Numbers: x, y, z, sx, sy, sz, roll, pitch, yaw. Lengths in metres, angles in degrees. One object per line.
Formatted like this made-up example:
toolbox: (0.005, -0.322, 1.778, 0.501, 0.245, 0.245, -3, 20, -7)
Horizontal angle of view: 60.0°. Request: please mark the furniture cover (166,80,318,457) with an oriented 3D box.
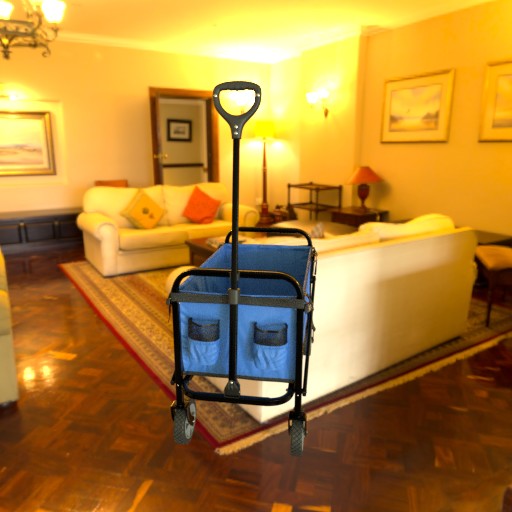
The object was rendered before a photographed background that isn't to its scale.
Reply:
furniture cover: (0.000, 0.000, 1.879, 0.532, 1.295, 1.038, 2, 14, 9)
